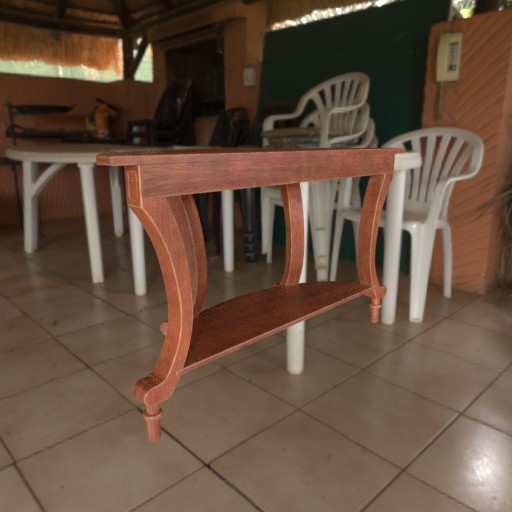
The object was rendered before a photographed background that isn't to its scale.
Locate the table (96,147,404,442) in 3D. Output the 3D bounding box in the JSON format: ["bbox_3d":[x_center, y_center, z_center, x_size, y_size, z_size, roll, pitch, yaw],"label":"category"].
[{"bbox_3d":[0.000,0.000,1.498,1.198,0.699,0.394,-14,20,-43],"label":"table"}]
